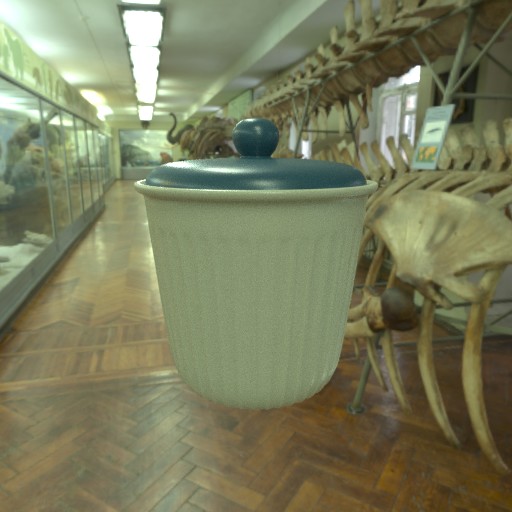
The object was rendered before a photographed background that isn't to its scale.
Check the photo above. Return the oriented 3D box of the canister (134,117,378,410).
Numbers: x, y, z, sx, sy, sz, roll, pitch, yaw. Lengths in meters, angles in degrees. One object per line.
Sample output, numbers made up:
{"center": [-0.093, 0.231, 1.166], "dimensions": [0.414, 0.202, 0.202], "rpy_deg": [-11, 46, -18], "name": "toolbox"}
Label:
{"center": [0.000, 0.000, 0.353], "dimensions": [0.181, 0.211, 0.181], "rpy_deg": [0, 13, 0], "name": "canister"}
